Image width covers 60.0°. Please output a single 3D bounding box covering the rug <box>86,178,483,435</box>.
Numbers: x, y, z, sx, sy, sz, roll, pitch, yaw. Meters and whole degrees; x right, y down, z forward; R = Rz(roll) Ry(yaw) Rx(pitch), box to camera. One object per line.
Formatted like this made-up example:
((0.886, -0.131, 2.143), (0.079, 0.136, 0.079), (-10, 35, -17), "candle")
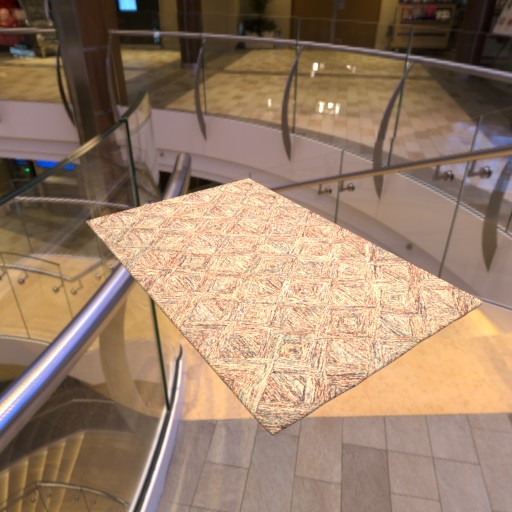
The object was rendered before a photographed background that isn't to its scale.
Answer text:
((0.000, 0.000, 2.218), (1.143, 0.014, 1.761), (-21, 37, -30), "rug")
